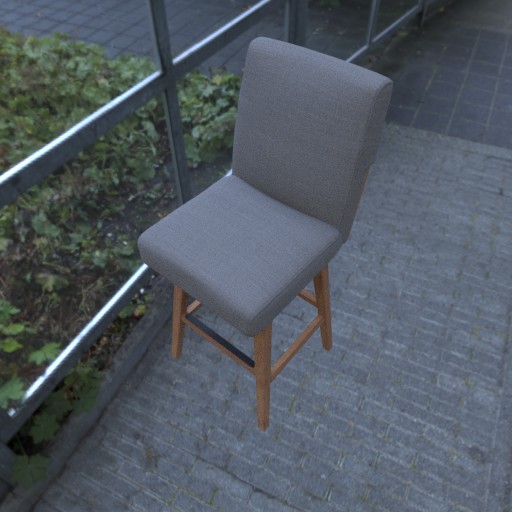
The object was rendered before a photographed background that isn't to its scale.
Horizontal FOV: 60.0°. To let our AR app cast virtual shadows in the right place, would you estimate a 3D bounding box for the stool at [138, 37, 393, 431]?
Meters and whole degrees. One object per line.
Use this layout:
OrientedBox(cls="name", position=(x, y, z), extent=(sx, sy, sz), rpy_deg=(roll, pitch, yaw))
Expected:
OrientedBox(cls="stool", position=(0.000, 0.000, 1.410), extent=(0.483, 1.112, 0.570), rpy_deg=(31, 55, 26))
